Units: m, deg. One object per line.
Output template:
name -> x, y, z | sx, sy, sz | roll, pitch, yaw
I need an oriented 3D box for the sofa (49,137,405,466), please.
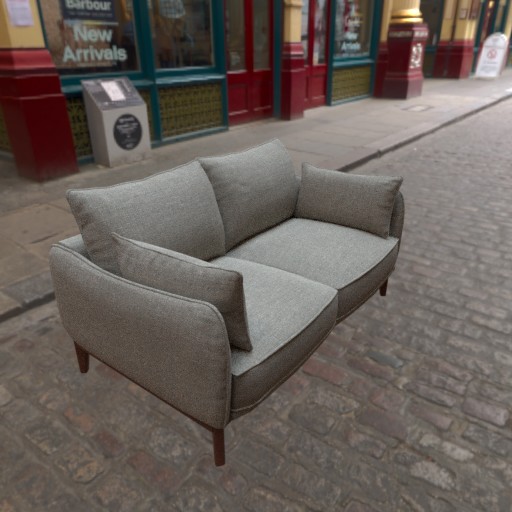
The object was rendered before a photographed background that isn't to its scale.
sofa -> 0.000, 0.000, 2.125 | 0.972, 0.851, 1.580 | 18, 31, 33
